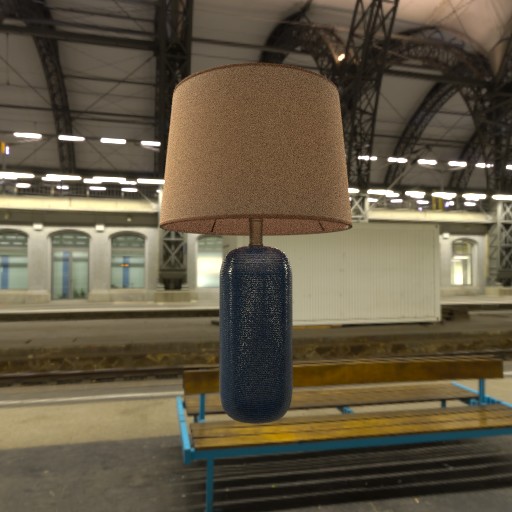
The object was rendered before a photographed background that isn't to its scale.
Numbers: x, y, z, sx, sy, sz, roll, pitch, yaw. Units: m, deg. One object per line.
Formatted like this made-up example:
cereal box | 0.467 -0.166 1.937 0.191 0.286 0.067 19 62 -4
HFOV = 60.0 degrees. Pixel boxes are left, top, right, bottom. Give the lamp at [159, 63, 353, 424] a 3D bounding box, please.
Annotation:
lamp | 0.000 0.000 0.859 0.367 0.609 0.367 0 -2 0
